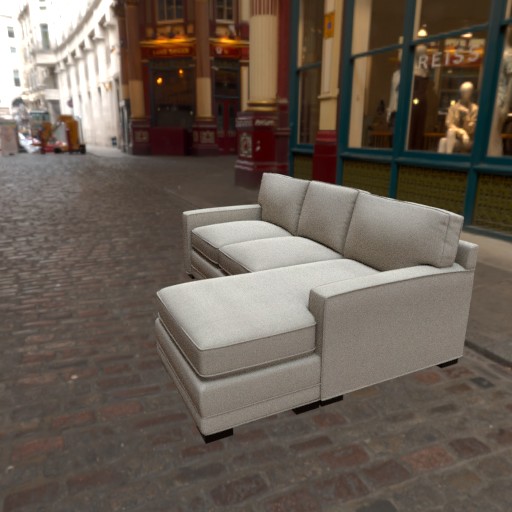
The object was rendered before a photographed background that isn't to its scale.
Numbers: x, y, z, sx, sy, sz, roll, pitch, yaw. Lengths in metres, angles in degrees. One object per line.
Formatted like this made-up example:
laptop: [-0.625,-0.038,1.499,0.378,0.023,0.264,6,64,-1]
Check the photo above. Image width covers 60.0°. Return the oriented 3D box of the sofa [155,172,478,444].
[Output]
sofa: [0.000,0.000,2.878,1.496,0.861,2.087,-8,19,-25]
